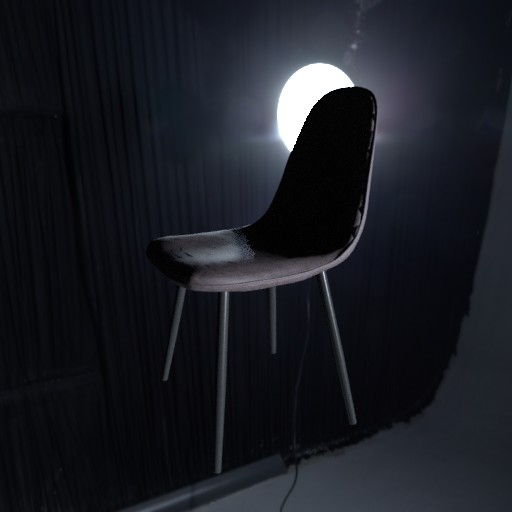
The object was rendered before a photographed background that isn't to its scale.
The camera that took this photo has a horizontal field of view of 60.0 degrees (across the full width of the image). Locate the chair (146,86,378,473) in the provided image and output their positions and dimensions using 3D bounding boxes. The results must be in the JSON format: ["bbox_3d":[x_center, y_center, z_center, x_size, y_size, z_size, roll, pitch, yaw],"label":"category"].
[{"bbox_3d":[0.000,0.000,1.213,0.561,0.889,0.472,-8,18,-26],"label":"chair"}]
